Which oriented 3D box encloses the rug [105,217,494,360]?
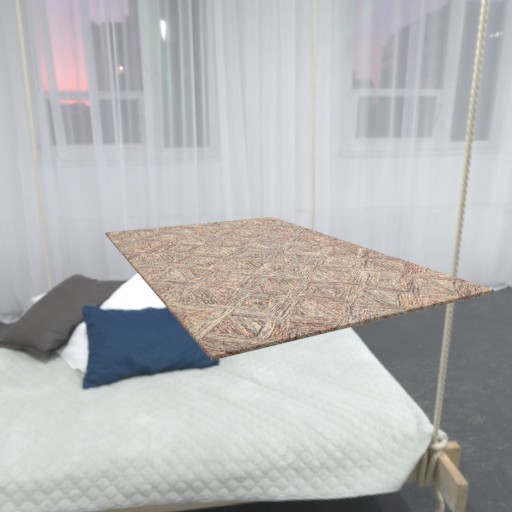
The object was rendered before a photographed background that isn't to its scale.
[{"bbox_3d":[0.000,0.000,2.873,1.523,0.019,2.285,-8,17,-26],"label":"rug"}]
